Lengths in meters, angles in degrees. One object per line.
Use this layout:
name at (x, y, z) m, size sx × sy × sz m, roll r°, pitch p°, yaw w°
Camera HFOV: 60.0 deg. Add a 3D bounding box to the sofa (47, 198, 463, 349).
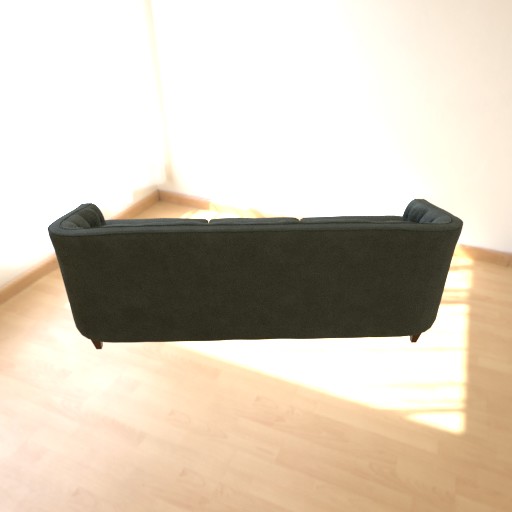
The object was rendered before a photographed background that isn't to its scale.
sofa at (0.000, 0.000, 2.830) m, size 2.278 × 0.855 × 0.941 m, roll -1°, pitch 31°, yaw -1°
